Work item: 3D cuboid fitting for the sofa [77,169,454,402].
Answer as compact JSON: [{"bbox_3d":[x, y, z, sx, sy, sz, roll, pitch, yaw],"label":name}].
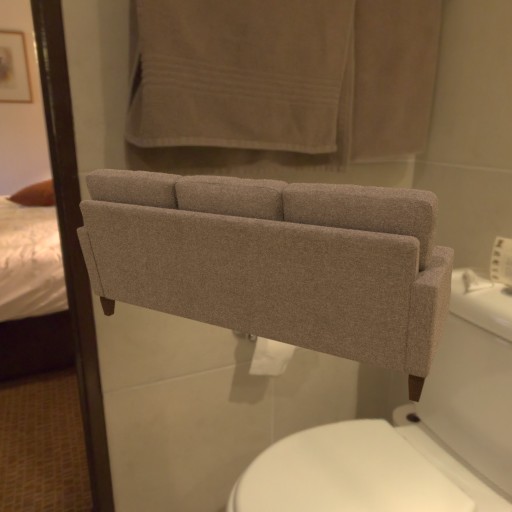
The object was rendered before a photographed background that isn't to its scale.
[{"bbox_3d":[0.000,0.000,2.642,2.115,0.984,0.888,9,19,28],"label":"sofa"}]
